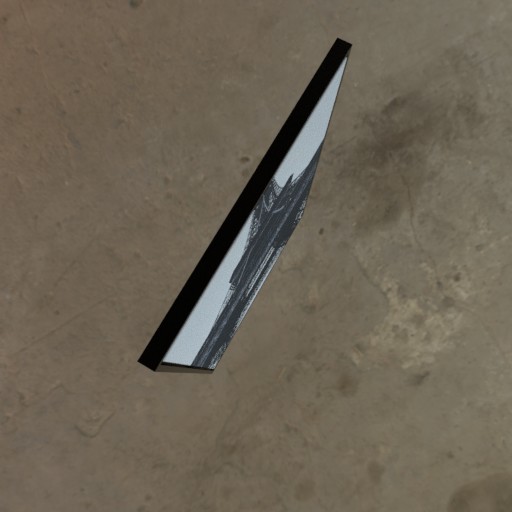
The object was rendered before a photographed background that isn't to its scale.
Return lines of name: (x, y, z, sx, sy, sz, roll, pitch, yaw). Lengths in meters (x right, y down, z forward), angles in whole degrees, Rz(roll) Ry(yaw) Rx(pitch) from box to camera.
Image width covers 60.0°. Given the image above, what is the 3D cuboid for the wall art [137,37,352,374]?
wall art: (0.000, 0.000, 1.403, 0.040, 1.062, 0.805, 29, 77, 7)
